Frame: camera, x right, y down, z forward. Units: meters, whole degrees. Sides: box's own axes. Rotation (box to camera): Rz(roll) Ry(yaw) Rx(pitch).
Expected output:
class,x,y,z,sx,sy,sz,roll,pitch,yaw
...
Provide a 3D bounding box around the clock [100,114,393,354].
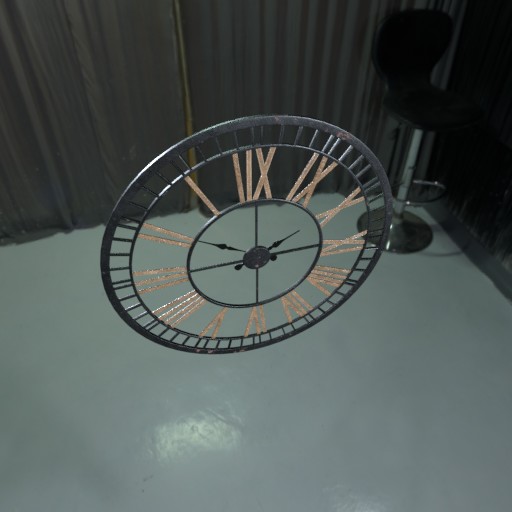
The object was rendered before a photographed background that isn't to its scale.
class,x,y,z,sx,sy,sz,roll,pitch,yaw
clock,0.000,0.000,1.269,0.843,0.843,0.025,-11,43,-12
